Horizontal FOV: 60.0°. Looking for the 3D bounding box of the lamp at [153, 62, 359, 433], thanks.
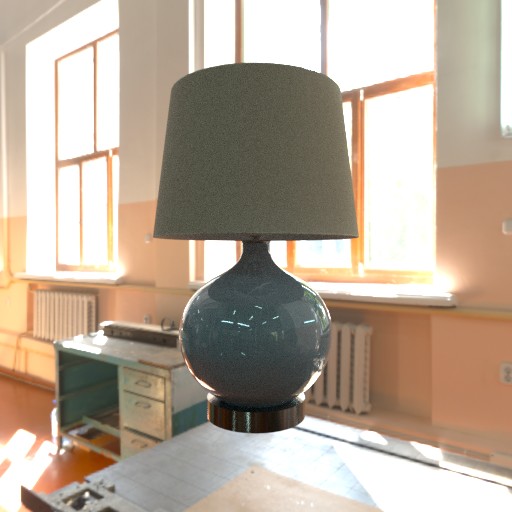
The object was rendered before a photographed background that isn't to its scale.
[{"bbox_3d":[0.000,0.000,0.543,0.247,0.387,0.247,0,0,0],"label":"lamp"}]
